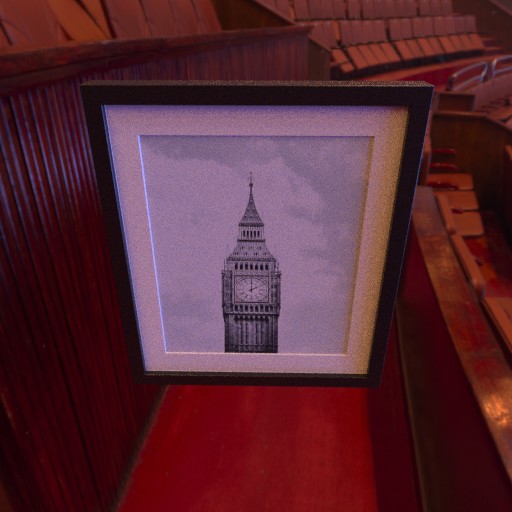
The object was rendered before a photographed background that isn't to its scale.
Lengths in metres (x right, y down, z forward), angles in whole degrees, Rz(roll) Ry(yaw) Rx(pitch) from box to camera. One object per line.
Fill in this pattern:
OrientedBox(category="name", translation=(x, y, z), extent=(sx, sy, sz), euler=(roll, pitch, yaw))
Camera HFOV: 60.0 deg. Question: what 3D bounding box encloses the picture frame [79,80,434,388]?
OrientedBox(category="picture frame", translation=(0.000, 0.000, 0.515), extent=(0.328, 0.378, 0.034), euler=(1, 29, 1))
